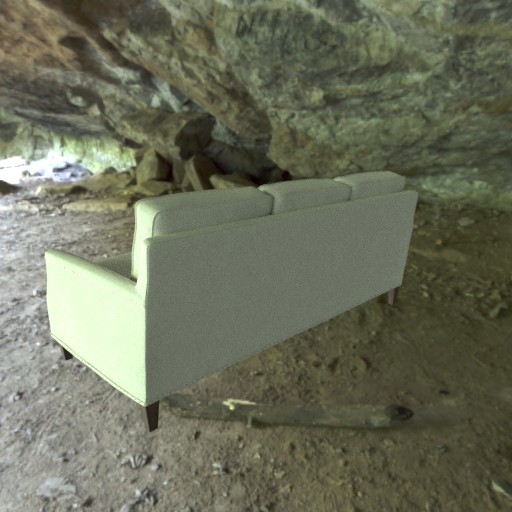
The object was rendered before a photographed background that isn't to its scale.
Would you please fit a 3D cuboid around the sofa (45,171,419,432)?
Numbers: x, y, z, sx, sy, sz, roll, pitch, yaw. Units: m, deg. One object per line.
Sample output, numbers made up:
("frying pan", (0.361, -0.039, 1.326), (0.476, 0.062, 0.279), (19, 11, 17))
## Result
("sofa", (0.000, 0.000, 2.807), (2.246, 1.003, 1.084), (-15, 21, -43))
